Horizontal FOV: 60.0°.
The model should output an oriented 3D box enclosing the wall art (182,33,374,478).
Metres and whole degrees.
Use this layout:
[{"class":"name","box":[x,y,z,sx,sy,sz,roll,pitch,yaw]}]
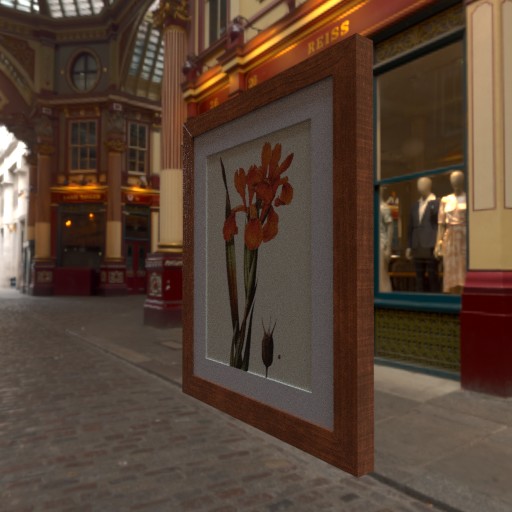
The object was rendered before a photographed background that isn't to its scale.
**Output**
[{"class":"wall art","box":[0.000,0.000,0.760,0.033,0.567,0.467,1,-1,-37]}]
